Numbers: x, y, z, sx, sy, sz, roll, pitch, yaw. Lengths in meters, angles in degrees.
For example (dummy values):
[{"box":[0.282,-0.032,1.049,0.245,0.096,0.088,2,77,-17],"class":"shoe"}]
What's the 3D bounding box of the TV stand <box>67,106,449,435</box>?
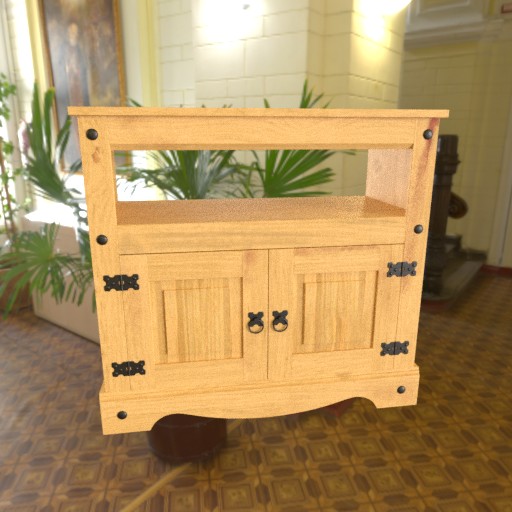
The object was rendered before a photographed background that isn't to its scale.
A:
[{"box":[0.000,0.000,1.279,0.851,0.787,0.430,-2,16,-9],"class":"TV stand"}]
